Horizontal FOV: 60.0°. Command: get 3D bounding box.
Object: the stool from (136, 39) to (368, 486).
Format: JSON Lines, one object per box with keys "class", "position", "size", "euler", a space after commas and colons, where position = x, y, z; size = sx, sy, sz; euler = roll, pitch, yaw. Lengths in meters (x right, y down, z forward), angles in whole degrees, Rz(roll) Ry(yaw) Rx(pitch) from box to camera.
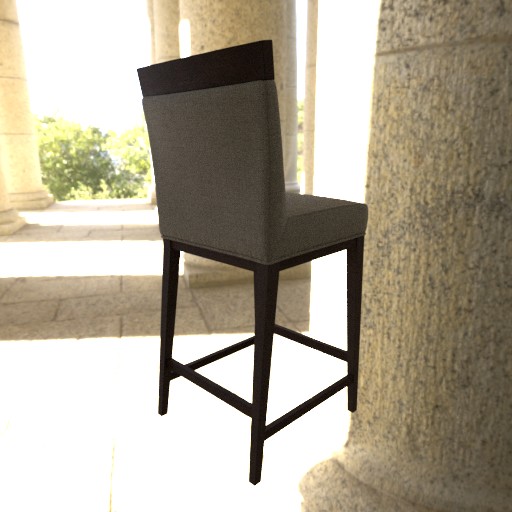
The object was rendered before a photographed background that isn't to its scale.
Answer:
{"class": "stool", "position": [0.000, 0.000, 1.397], "size": [0.511, 1.117, 0.531], "euler": [14, 20, 43]}
